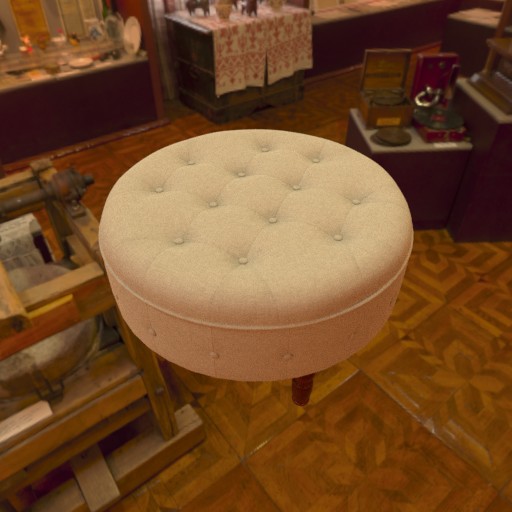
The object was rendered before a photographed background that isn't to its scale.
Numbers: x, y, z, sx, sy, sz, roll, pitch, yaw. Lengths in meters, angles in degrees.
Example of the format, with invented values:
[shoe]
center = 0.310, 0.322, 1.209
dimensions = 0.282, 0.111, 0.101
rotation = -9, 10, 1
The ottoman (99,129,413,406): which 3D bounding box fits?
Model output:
[ottoman]
center = 0.000, 0.000, 1.343
dimensions = 0.849, 0.478, 0.849
rotation = 0, 40, 0
